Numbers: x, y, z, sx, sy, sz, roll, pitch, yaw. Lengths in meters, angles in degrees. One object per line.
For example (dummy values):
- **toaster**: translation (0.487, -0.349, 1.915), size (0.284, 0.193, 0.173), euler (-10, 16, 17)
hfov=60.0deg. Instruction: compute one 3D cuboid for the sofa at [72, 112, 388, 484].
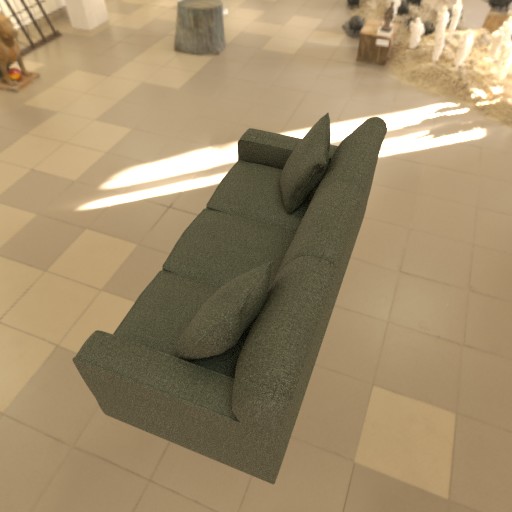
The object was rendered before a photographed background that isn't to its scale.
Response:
- **sofa**: translation (0.000, 0.000, 2.527), size (0.997, 0.958, 2.024), euler (16, 49, 14)
